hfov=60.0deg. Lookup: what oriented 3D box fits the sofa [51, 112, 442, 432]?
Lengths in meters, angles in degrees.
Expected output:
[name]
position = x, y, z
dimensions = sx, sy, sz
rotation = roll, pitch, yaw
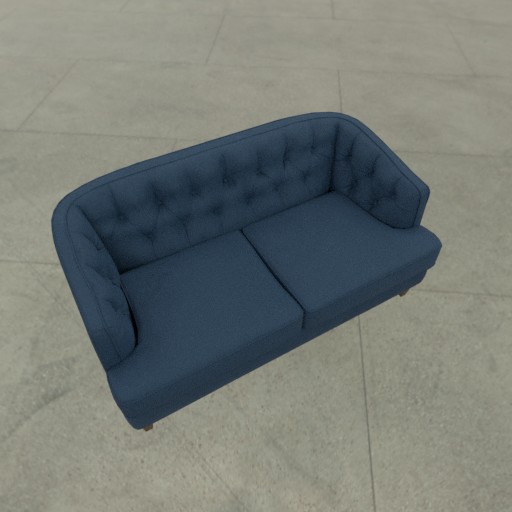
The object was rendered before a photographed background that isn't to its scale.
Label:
[sofa]
position = 0.000, 0.000, 2.254
dimensions = 1.733, 0.854, 0.941
rotation = -23, 51, -20
